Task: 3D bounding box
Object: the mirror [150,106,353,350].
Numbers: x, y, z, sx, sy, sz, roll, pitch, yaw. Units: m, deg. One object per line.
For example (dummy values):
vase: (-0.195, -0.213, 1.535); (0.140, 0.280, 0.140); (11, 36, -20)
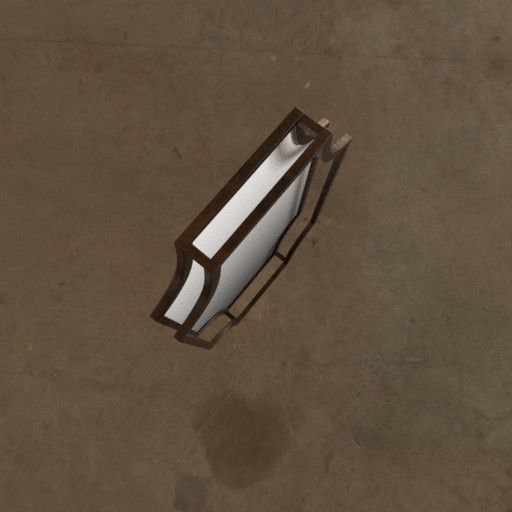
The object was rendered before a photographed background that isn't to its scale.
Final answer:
mirror: (0.000, 0.000, 0.987); (0.066, 0.811, 0.462); (39, 80, 8)
